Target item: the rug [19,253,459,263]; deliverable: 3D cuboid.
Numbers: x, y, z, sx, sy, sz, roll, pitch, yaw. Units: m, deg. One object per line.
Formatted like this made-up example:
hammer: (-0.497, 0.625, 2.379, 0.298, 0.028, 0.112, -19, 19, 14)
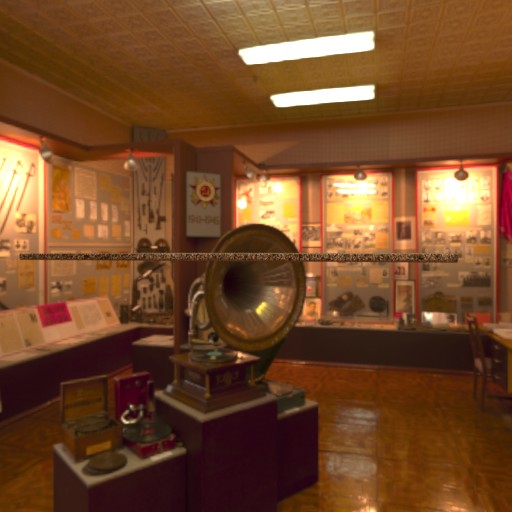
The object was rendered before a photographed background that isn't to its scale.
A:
rug: (0.000, 0.000, 2.091, 1.601, 0.025, 1.198, 0, 1, 17)
